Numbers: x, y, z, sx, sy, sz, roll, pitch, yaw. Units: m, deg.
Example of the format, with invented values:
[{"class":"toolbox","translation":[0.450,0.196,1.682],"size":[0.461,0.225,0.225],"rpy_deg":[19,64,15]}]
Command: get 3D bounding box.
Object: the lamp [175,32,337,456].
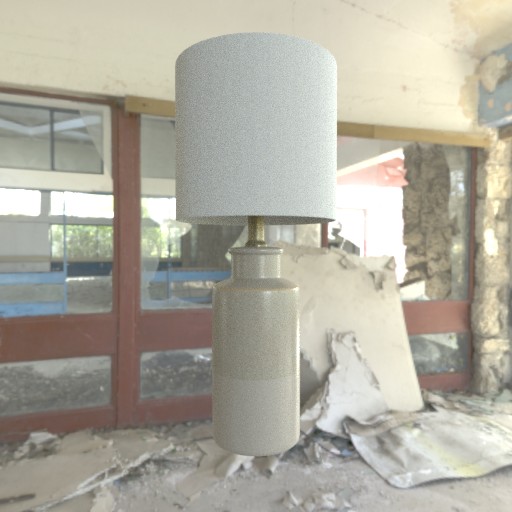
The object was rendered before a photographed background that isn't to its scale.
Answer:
[{"class":"lamp","translation":[0.000,0.000,0.594],"size":[0.212,0.493,0.212],"rpy_deg":[0,1,18]}]
